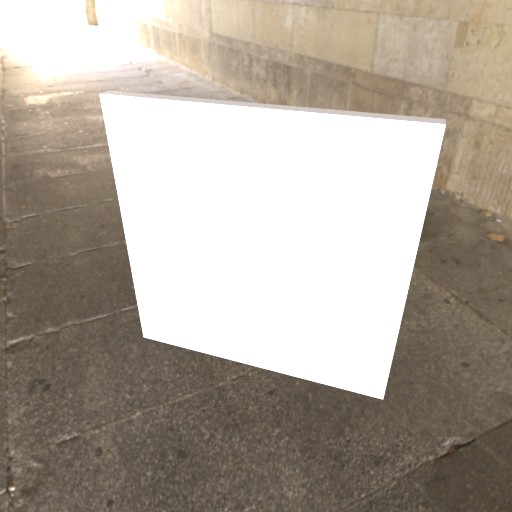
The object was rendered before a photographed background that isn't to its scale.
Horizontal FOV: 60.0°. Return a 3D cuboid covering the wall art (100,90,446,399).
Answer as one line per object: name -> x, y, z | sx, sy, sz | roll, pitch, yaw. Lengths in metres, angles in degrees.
wall art -> 0.000, 0.000, 0.844 | 0.559, 0.559, 0.028 | 11, 34, 16
